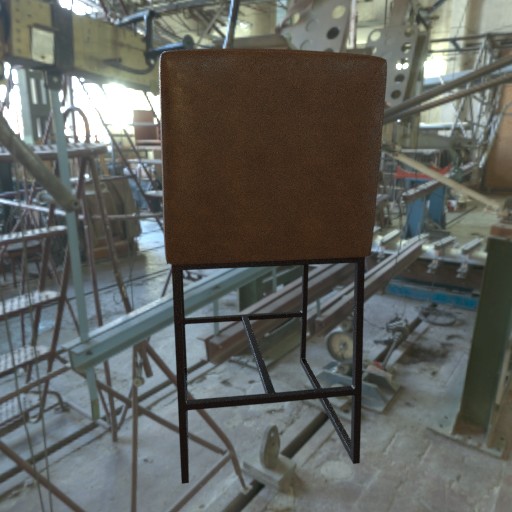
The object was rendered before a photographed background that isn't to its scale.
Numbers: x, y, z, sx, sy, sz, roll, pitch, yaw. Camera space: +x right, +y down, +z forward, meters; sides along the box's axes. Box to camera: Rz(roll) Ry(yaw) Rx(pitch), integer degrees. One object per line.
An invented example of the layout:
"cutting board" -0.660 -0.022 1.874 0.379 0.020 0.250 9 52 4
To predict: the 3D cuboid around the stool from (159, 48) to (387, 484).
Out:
"stool" 0.000 0.000 1.204 0.463 0.942 0.562 -2 15 -9
